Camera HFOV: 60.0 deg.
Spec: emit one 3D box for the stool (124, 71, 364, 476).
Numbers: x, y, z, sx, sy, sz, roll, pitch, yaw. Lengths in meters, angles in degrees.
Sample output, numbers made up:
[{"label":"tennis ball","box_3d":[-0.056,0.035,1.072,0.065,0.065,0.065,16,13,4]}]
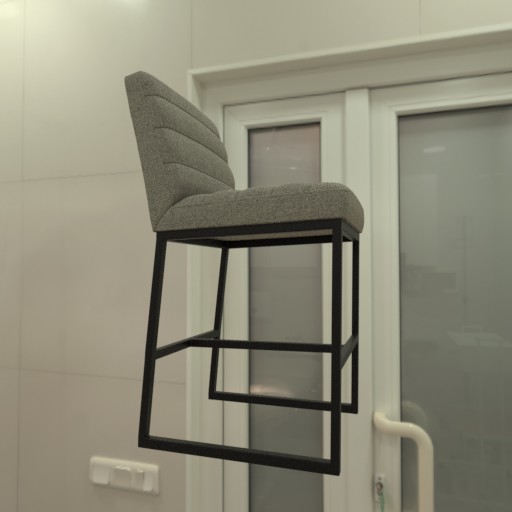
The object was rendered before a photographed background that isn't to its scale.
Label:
[{"label":"stool","box_3d":[0.000,0.000,1.228,0.560,0.940,0.460,-1,-2,18]}]
